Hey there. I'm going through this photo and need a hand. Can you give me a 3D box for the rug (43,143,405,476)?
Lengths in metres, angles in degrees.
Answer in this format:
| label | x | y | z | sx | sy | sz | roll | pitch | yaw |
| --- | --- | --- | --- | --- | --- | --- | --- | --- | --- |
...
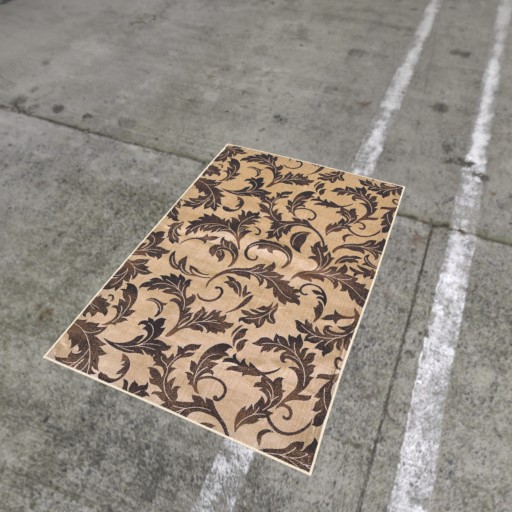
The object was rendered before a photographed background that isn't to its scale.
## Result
| label | x | y | z | sx | sy | sz | roll | pitch | yaw |
| --- | --- | --- | --- | --- | --- | --- | --- | --- | --- |
| rug | 0.000 | 0.000 | 2.893 | 1.522 | 0.008 | 2.284 | 17 | 49 | 16 |
